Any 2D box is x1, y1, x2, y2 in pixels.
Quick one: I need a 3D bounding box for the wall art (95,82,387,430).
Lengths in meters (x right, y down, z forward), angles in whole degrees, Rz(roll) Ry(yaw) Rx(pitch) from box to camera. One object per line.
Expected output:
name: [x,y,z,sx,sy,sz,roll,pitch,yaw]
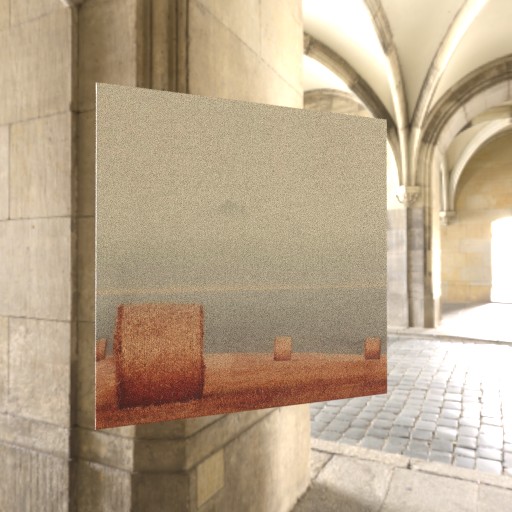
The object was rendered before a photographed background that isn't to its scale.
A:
wall art: [0.000,0.000,1.117,0.760,0.760,0.042,0,0,-20]
